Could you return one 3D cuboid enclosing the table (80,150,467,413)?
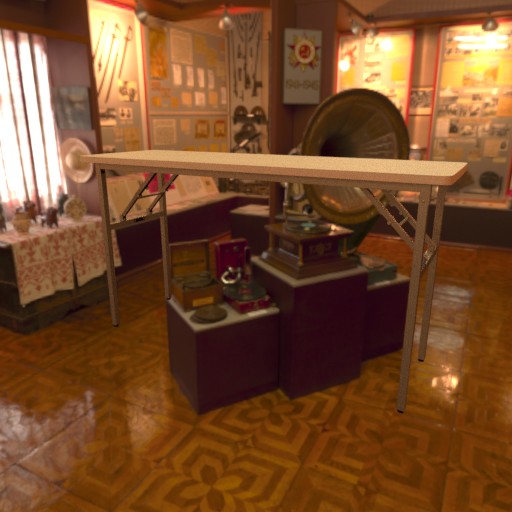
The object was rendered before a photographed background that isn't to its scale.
[{"bbox_3d":[0.000,0.000,1.746,1.397,0.750,0.446,9,19,28],"label":"table"}]
